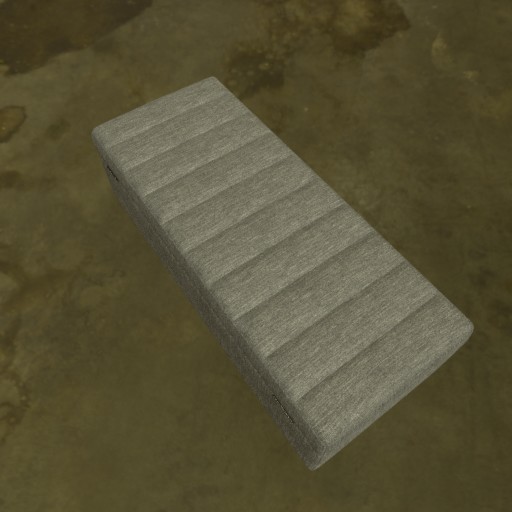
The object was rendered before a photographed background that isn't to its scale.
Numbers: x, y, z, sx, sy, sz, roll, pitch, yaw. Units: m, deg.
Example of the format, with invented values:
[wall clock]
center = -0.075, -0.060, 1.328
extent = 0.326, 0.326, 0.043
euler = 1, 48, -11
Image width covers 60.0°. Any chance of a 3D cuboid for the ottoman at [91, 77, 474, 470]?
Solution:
[ottoman]
center = 0.000, 0.000, 1.383
extent = 0.482, 0.469, 1.151
euler = -31, 63, -18
